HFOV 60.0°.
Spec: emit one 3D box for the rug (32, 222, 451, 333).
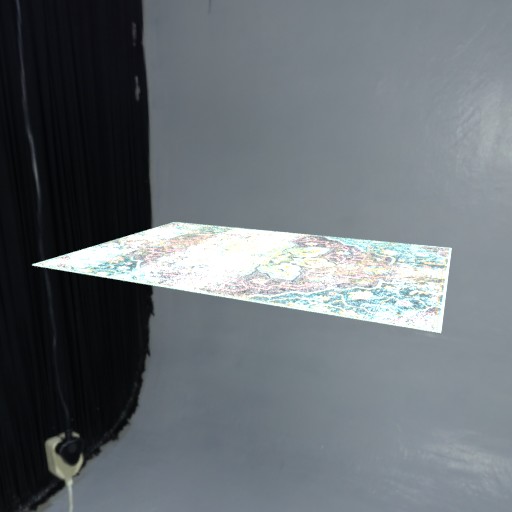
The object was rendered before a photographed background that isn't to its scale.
[{"bbox_3d":[0.000,0.000,2.926,2.363,0.004,1.566,7,17,25],"label":"rug"}]
